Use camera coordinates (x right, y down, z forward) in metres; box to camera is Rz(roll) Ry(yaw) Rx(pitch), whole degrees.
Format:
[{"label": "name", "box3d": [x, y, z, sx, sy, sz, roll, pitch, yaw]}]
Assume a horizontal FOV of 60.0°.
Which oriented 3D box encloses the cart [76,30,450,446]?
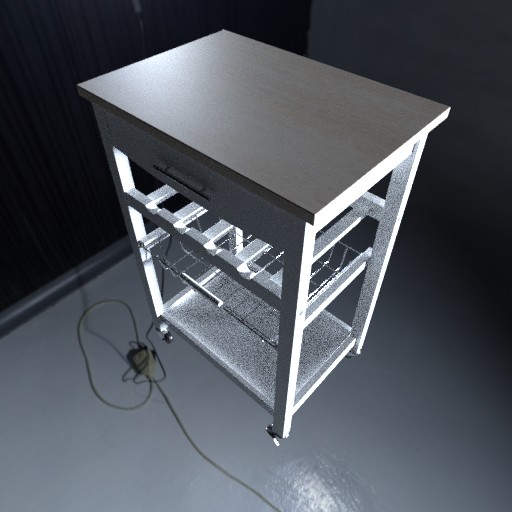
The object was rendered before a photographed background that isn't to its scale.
[{"label": "cart", "box3d": [0.000, 0.000, 1.135, 0.578, 0.857, 0.406, 33, 54, 28]}]
